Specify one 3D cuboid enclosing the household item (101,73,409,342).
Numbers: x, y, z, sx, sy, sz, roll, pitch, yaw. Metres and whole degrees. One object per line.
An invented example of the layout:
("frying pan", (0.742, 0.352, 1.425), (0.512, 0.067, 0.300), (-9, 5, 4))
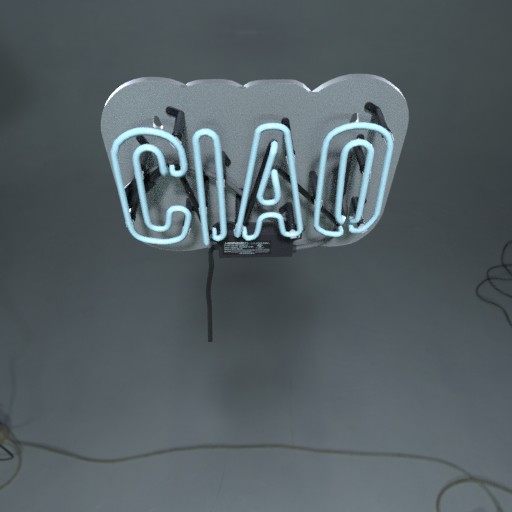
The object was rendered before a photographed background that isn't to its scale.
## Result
("household item", (0.000, 0.000, 0.376), (0.211, 0.294, 0.042), (-1, 47, -1))
